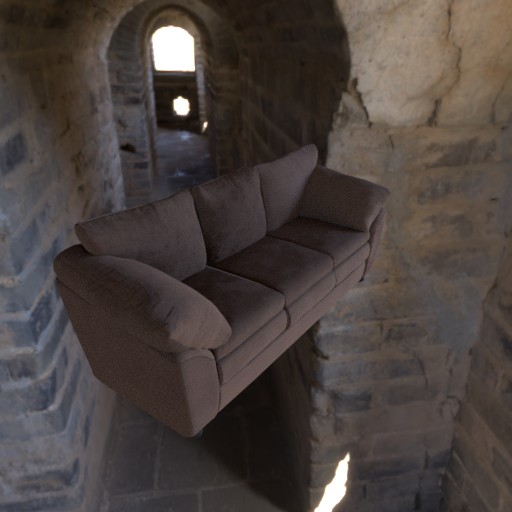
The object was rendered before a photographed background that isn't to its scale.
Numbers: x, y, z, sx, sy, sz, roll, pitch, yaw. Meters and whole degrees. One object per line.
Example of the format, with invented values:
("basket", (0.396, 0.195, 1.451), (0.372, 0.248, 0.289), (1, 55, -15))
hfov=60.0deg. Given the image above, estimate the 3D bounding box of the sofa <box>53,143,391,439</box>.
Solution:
("sofa", (0.000, 0.000, 2.845), (0.878, 1.015, 2.336), (18, 31, 32))
